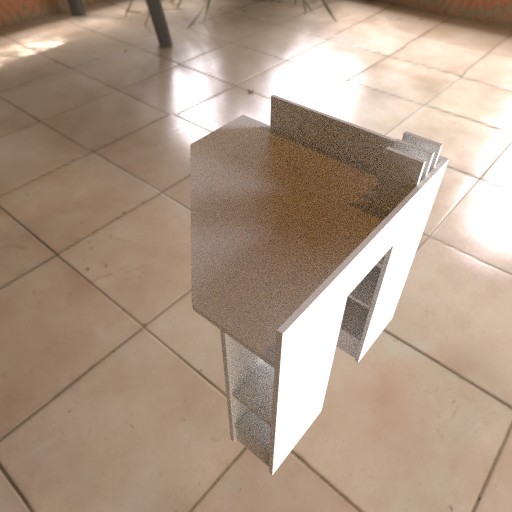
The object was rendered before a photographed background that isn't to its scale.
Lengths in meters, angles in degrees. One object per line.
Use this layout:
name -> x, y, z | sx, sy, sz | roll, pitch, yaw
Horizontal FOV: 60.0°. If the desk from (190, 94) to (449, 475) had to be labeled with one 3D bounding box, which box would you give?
desk -> 0.000, 0.000, 1.766 | 0.940, 0.986, 0.940 | 31, 52, 27
